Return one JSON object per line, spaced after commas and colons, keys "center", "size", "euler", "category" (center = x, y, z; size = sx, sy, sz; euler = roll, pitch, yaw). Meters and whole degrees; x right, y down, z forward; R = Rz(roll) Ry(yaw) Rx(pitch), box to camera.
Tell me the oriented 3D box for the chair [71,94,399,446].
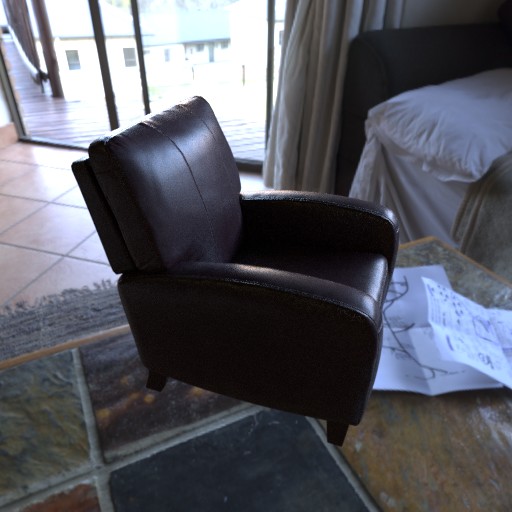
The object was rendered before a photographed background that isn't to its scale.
{"center": [0.000, 0.000, 1.646], "size": [0.990, 0.990, 0.762], "euler": [11, 34, 16], "category": "chair"}
